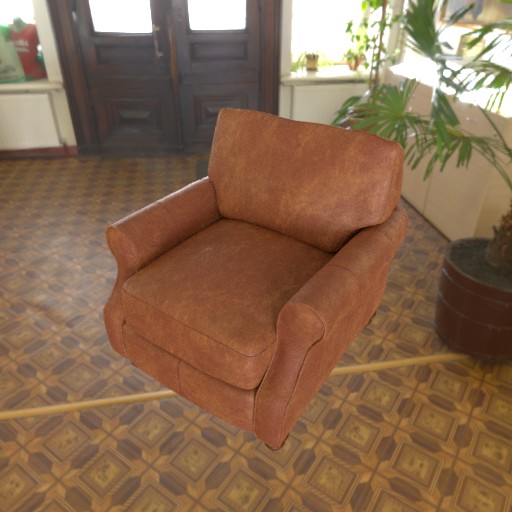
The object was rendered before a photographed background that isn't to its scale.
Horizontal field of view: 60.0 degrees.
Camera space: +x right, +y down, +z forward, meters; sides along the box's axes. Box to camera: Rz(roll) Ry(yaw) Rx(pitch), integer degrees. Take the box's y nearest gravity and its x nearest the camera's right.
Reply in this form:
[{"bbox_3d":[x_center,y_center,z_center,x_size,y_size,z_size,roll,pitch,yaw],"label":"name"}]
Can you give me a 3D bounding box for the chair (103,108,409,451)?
[{"bbox_3d":[0.000,0.000,1.784,0.983,0.962,0.986,20,38,29],"label":"chair"}]
